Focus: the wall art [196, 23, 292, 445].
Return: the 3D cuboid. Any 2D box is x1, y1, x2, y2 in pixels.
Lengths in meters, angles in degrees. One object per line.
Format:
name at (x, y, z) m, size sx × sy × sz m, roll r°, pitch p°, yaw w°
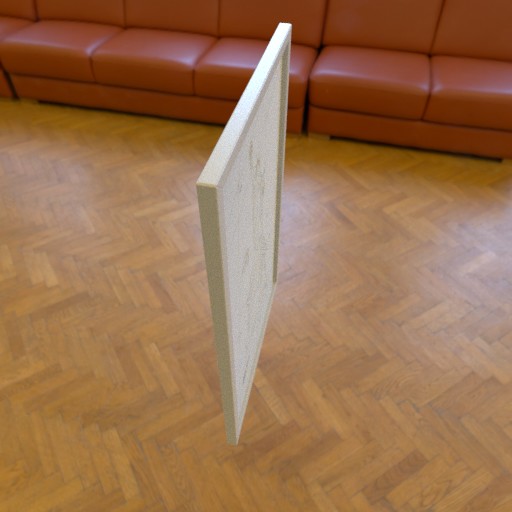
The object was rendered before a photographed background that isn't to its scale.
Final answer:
wall art at (0.000, 0.000, 1.014) m, size 0.026 × 0.813 × 0.556 m, roll 9°, pitch 47°, yaw 9°
